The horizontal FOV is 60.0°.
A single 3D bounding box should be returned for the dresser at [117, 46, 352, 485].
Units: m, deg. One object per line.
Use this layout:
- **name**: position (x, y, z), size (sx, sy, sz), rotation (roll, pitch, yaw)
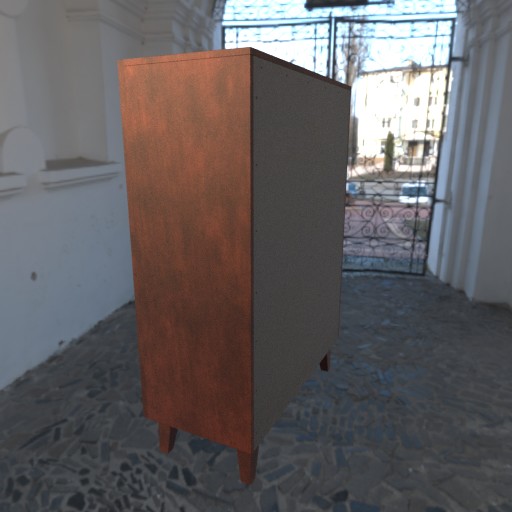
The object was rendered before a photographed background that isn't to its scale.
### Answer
- **dresser**: position (0.000, 0.000, 1.996), size (0.506, 1.514, 1.072), rotation (7, 16, 26)
